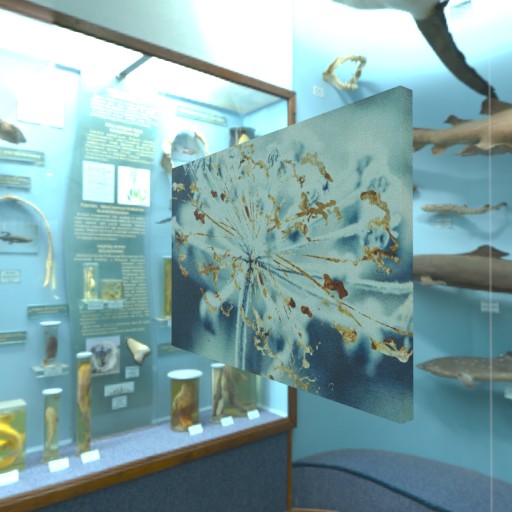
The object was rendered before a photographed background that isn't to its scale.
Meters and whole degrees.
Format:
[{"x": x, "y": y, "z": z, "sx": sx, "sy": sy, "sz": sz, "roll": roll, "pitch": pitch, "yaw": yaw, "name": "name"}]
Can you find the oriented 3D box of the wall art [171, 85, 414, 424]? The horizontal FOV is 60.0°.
[{"x": 0.000, "y": 0.000, "z": 1.170, "sx": 0.038, "sy": 0.608, "sz": 0.912, "roll": 0, "pitch": -1, "yaw": -37, "name": "wall art"}]
